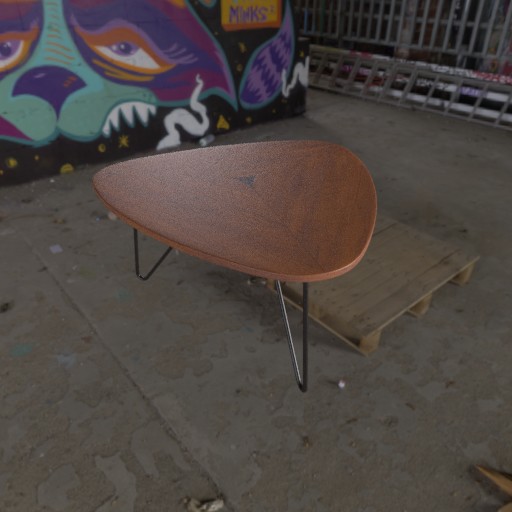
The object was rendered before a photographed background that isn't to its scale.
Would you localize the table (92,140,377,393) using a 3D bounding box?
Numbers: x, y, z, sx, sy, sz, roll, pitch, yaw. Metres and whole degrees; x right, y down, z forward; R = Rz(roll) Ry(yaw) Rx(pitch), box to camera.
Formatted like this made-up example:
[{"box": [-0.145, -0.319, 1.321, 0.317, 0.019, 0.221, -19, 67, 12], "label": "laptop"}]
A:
[{"box": [0.000, 0.000, 1.319, 0.833, 0.413, 0.821, -11, 34, -17], "label": "table"}]
